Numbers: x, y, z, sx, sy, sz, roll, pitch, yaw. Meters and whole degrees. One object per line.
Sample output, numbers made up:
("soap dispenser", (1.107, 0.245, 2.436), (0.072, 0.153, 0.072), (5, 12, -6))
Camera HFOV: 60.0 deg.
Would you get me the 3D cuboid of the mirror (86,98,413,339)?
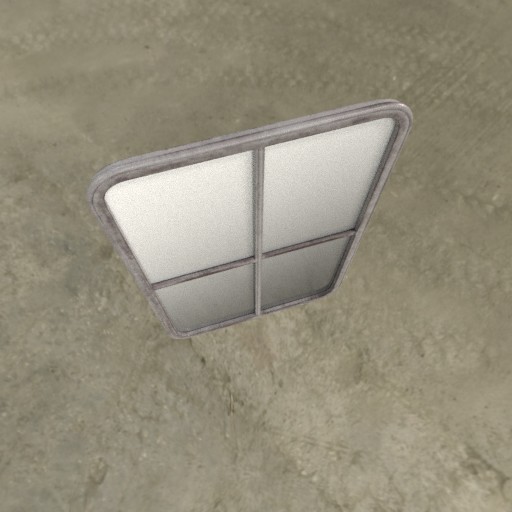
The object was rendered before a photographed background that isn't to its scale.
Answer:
("mirror", (0.000, 0.000, 0.875), (0.461, 0.713, 0.024), (-15, 65, -7))
